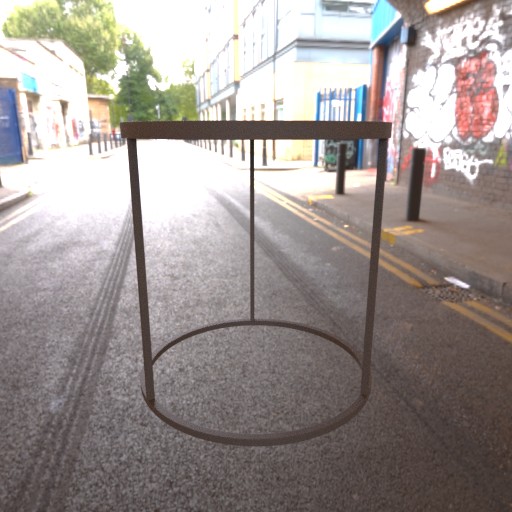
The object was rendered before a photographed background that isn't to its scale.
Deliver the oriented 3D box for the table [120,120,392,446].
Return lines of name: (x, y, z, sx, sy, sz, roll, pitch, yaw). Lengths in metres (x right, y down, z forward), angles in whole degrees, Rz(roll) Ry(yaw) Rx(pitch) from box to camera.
table: (0.000, 0.000, 0.864, 0.470, 0.498, 0.470, 0, 16, 0)
